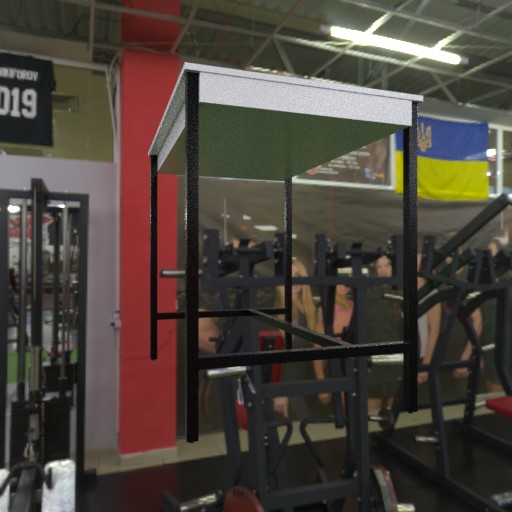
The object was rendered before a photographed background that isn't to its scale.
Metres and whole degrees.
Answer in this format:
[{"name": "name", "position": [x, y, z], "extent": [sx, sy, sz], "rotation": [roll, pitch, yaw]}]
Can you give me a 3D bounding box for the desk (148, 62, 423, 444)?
[{"name": "desk", "position": [0.000, 0.000, 1.354], "extent": [0.573, 0.766, 0.811], "rotation": [0, 0, -19]}]
